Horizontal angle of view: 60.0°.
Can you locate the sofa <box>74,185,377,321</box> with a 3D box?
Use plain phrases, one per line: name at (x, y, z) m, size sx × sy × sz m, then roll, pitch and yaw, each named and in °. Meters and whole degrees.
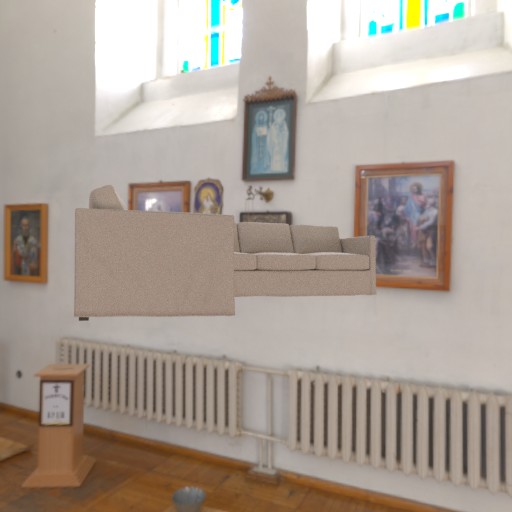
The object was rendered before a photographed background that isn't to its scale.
sofa at (0.000, 0.000, 4.328) m, size 3.182 × 0.871 × 2.432 m, roll 0°, pitch -1°, yaw -20°
